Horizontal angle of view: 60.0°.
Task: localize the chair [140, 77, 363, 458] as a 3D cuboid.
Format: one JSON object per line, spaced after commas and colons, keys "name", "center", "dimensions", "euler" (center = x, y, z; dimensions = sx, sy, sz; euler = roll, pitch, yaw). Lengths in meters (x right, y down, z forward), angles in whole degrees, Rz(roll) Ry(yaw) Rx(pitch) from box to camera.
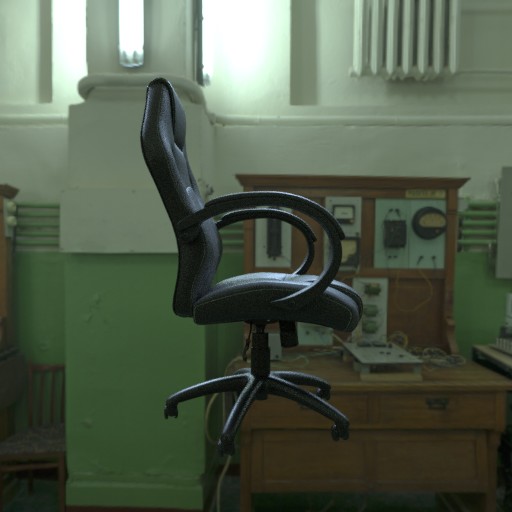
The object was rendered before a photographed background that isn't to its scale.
{"name": "chair", "center": [0.000, 0.000, 1.595], "dimensions": [0.724, 1.187, 0.673], "euler": [0, 1, 0]}
